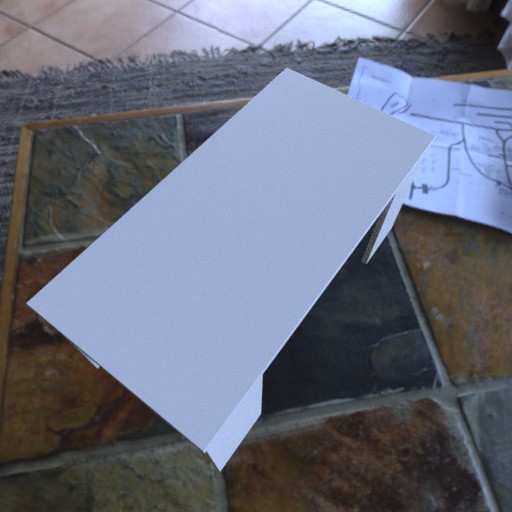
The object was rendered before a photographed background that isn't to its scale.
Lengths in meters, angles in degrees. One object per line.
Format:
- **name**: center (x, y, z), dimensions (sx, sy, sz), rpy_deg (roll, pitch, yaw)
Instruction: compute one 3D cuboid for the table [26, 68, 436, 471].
- **table**: center (0.000, 0.000, 1.277), dimensions (0.500, 0.440, 1.000), rpy_deg (32, 64, 18)
